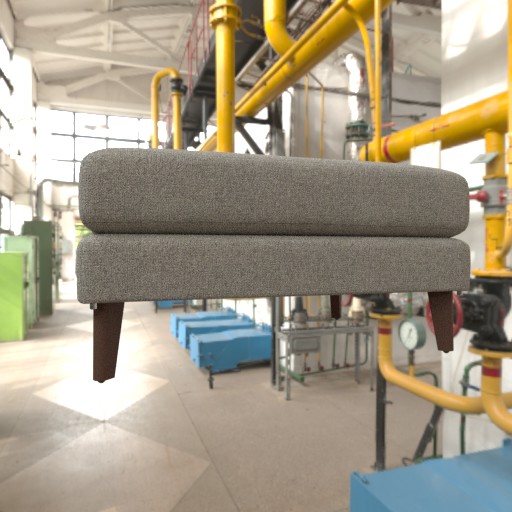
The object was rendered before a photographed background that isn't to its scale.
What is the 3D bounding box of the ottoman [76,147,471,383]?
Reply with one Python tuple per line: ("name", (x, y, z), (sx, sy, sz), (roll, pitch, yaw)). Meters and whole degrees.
("ottoman", (0.000, 0.000, 1.139), (0.821, 0.441, 0.611), (0, 1, -18))
